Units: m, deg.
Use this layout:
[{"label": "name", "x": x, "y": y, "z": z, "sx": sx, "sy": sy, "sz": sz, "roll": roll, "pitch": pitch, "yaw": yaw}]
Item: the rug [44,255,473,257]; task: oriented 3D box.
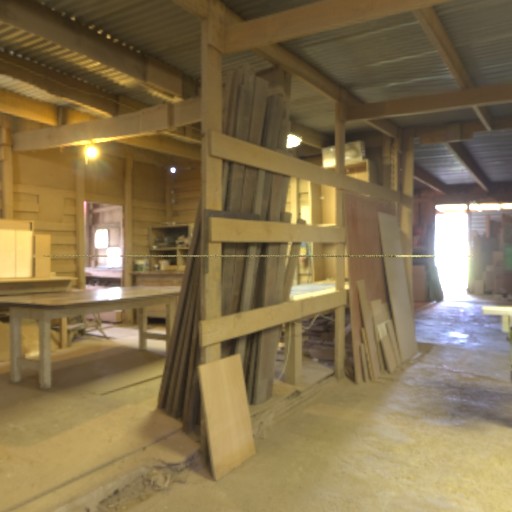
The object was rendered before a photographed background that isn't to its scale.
[{"label": "rug", "x": 0.000, "y": 0.000, "z": 2.835, "sx": 2.297, "sy": 0.007, "sz": 1.529, "roll": 0, "pitch": 0, "yaw": 35}]
